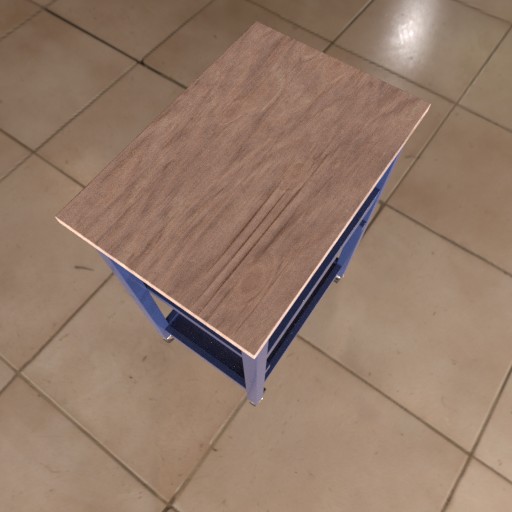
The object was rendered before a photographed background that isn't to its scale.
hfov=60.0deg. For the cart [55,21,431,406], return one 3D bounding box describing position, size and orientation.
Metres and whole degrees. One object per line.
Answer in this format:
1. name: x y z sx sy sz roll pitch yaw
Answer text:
1. cart: 0.000 0.000 1.156 0.403 0.839 0.584 32 69 14
